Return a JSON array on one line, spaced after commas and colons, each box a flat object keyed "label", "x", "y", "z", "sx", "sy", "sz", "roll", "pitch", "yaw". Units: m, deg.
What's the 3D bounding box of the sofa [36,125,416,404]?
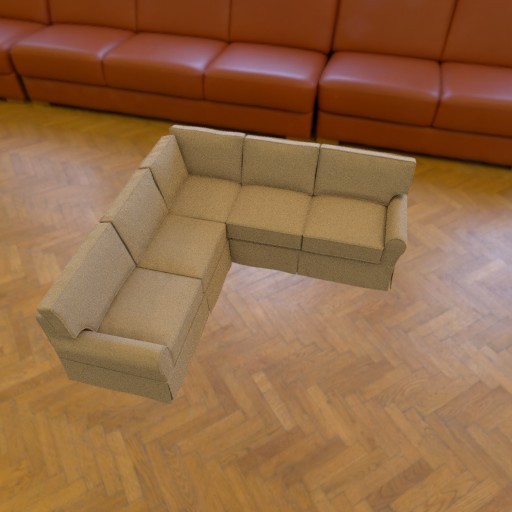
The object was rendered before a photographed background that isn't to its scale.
[{"label": "sofa", "x": 0.000, "y": 0.000, "z": 4.161, "sx": 2.733, "sy": 1.124, "sz": 2.730, "roll": 10, "pitch": 47, "yaw": 10}]
